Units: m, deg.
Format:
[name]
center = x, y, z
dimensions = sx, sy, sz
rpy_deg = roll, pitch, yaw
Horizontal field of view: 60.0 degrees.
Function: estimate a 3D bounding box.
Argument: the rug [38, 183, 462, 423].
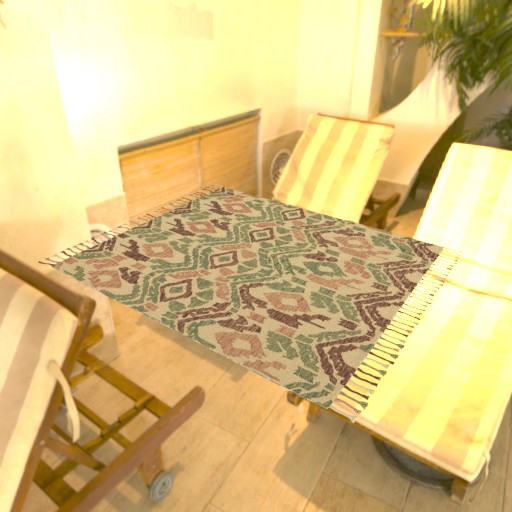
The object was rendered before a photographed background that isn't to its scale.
[rug]
center = 0.000, 0.000, 4.025
dimensions = 3.048, 0.010, 2.438
rpy_deg = 19, 35, 30
